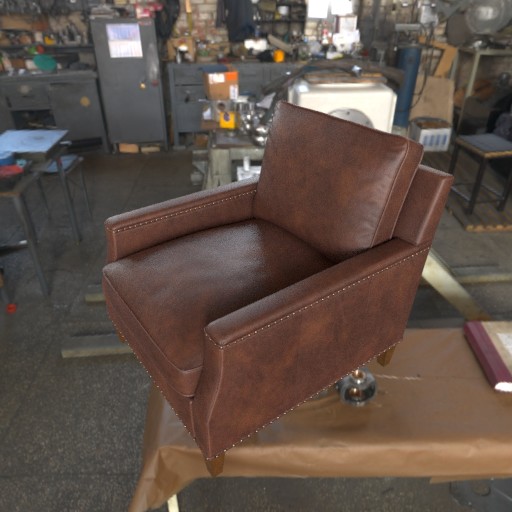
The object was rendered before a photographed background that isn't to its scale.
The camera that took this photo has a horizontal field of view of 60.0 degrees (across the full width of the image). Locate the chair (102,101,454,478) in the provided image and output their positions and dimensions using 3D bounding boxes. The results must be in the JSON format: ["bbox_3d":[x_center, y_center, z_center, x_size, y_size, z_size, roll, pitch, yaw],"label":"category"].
[{"bbox_3d":[0.000,0.000,1.667,1.014,0.929,0.853,-21,37,-30],"label":"chair"}]
